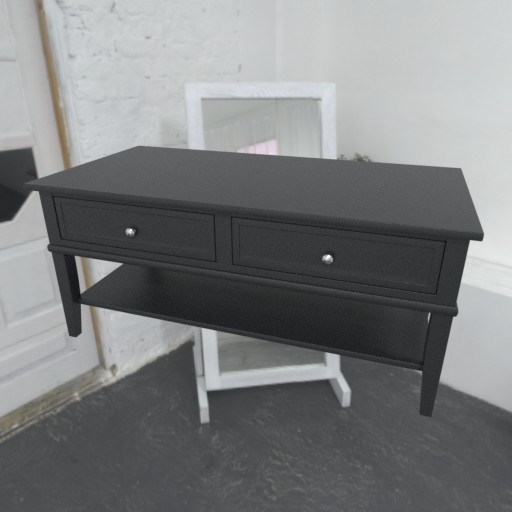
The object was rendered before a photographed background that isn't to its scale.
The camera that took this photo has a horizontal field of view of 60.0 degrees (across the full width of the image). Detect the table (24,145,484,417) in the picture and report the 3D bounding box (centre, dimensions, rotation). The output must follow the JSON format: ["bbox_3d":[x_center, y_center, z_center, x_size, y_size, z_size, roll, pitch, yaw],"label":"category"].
[{"bbox_3d":[0.000,0.000,1.272,1.044,0.470,0.523,8,26,17],"label":"table"}]
